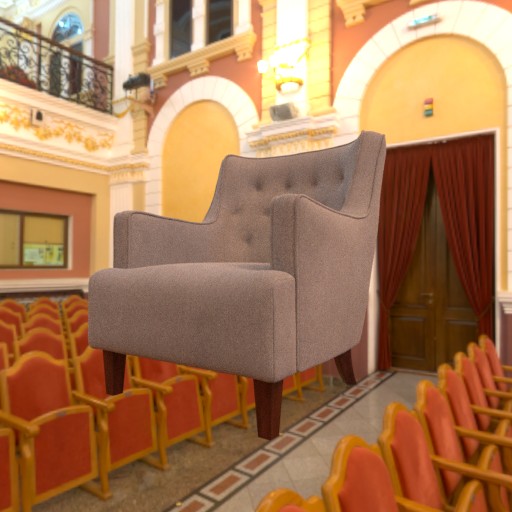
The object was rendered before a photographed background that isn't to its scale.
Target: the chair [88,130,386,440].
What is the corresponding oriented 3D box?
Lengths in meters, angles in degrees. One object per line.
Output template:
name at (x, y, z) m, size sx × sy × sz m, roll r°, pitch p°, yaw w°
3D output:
chair at (0.000, 0.000, 1.603) m, size 0.781 × 0.919 × 0.910 m, roll 0°, pitch -1°, yaw 36°
